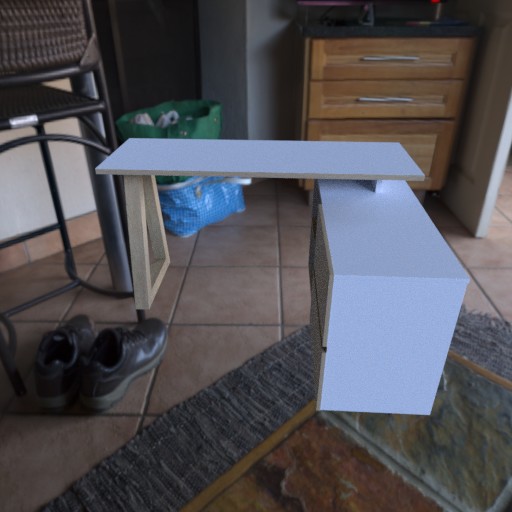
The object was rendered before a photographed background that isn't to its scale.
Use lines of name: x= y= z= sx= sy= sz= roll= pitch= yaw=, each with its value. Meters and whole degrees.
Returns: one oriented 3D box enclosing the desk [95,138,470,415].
desk: x=0.000 y=0.000 z=2.018 sx=1.404 sy=0.755 sz=1.098 roll=2 pitch=30 yaw=3
